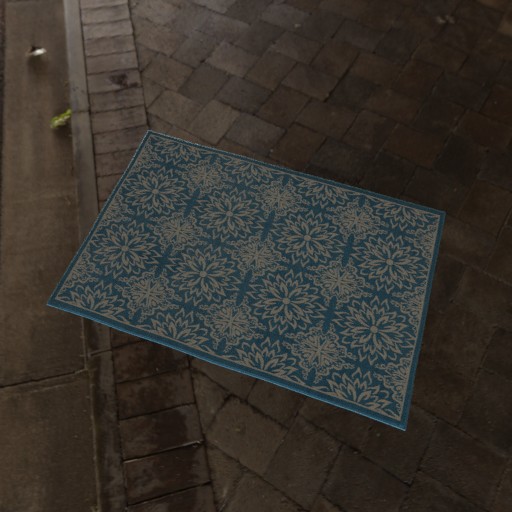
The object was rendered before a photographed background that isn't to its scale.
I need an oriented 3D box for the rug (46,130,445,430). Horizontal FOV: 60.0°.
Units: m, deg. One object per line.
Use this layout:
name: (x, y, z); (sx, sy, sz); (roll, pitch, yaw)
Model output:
rug: (0.000, 0.000, 2.367); (1.833, 0.012, 1.211); (17, 65, 8)
